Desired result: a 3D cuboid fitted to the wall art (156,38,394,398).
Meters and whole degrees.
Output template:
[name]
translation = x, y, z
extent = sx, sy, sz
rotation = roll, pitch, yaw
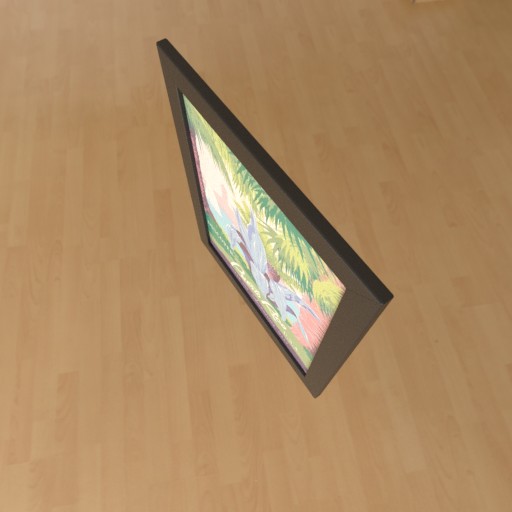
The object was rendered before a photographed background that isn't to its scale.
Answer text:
[wall art]
translation = 0.000, 0.000, 0.802
extent = 0.018, 0.582, 0.481
rotation = -31, 67, -15
